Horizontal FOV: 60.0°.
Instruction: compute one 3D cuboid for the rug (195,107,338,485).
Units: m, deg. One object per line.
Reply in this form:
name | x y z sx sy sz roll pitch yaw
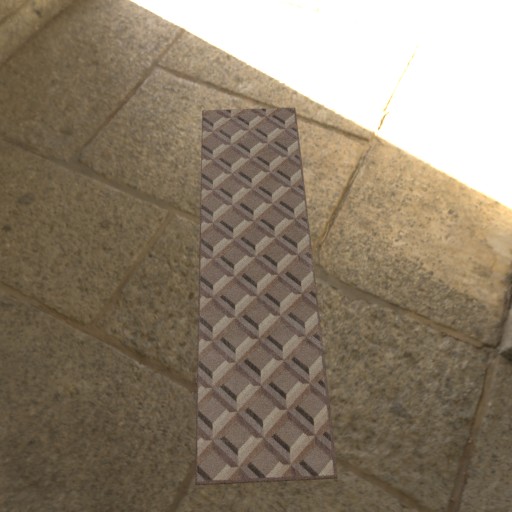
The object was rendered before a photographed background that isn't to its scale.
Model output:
rug | 0.000 0.000 2.679 0.685 0.013 2.437 -2 62 -1
